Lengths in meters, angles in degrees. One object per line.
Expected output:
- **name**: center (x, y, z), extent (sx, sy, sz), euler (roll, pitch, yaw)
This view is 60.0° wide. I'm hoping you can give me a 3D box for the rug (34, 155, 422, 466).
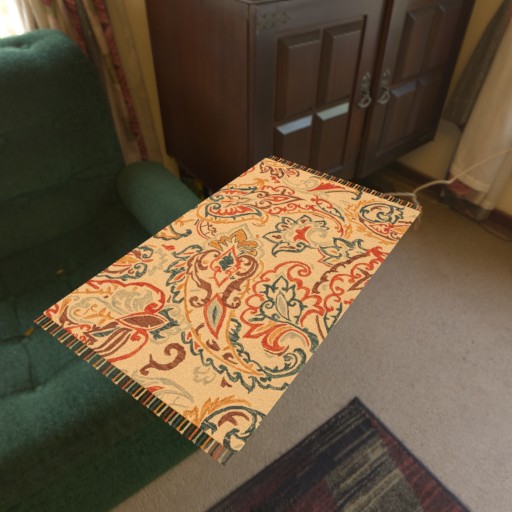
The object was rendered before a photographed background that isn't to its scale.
- **rug**: center (0.000, 0.000, 3.177), extent (1.523, 0.010, 2.584), euler (25, 47, 26)
